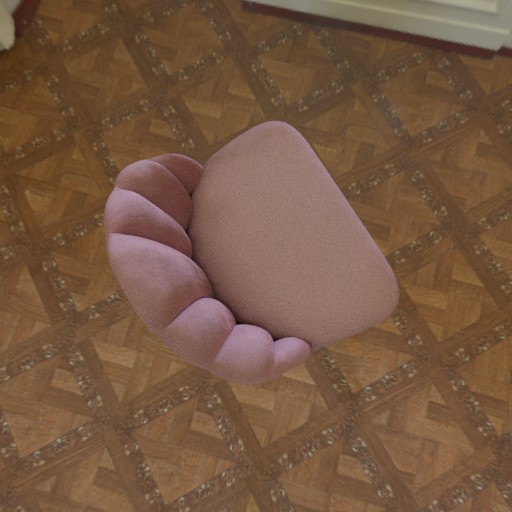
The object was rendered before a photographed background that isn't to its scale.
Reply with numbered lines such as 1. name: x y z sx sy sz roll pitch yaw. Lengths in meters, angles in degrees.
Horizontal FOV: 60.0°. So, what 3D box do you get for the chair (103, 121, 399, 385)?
1. chair: 0.000 0.000 1.253 0.599 0.819 0.657 -30 78 -7
